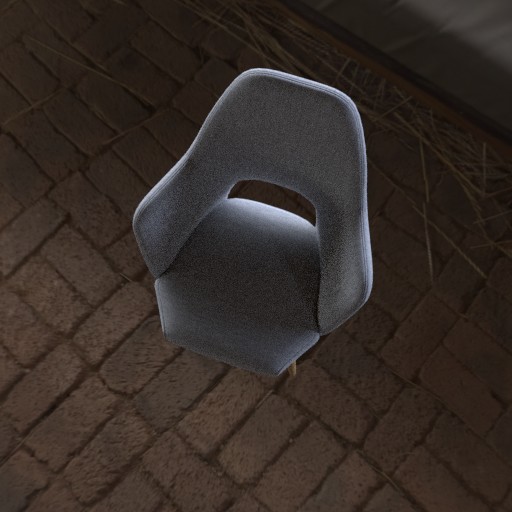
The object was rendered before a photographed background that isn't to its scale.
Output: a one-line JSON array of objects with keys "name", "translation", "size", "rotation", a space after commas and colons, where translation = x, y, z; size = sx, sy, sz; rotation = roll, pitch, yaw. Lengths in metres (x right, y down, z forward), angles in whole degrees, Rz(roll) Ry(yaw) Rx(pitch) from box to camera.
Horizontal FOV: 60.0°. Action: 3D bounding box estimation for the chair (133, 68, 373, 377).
[{"name": "chair", "translation": [0.000, 0.000, 1.258], "size": [0.590, 0.840, 0.610], "rotation": [18, 77, 4]}]
